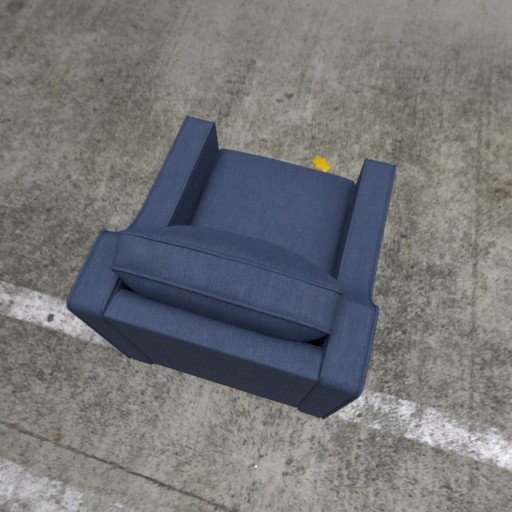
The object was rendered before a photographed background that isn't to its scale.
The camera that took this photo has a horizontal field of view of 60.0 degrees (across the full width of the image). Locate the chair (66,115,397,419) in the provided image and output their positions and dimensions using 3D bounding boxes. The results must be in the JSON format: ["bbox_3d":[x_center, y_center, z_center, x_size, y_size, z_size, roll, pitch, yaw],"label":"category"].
[{"bbox_3d":[0.000,0.000,1.655,0.831,0.960,0.909,15,66,7],"label":"chair"}]
